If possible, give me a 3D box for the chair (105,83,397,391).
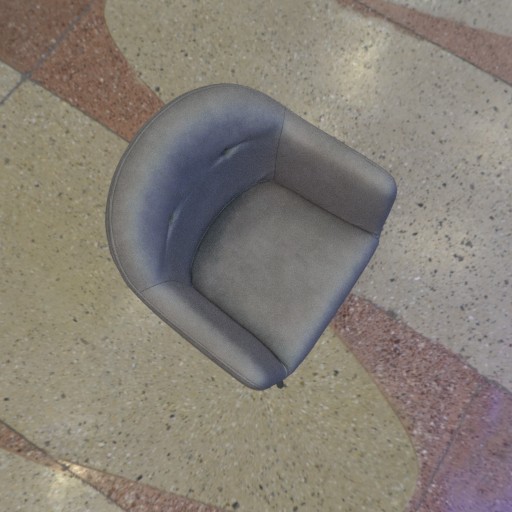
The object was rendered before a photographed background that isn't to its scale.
[{"bbox_3d":[0.000,0.000,1.188,0.544,0.781,0.567,34,77,9],"label":"chair"}]
